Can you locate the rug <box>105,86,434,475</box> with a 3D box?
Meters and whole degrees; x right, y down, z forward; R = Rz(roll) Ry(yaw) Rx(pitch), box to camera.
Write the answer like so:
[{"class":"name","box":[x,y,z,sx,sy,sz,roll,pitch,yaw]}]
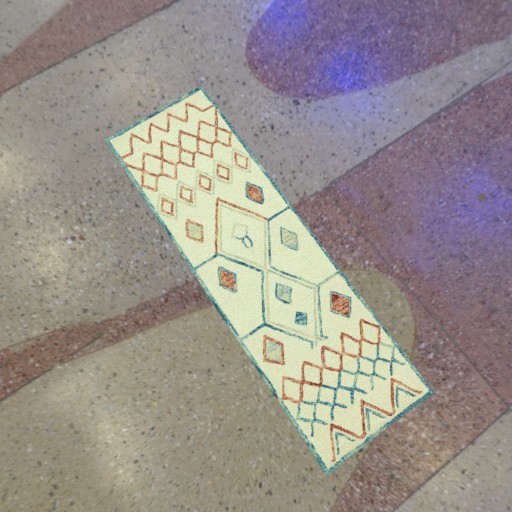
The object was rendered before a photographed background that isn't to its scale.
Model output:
[{"class":"rug","box":[0.000,0.000,2.696,0.750,0.011,2.435,-33,76,-9]}]
